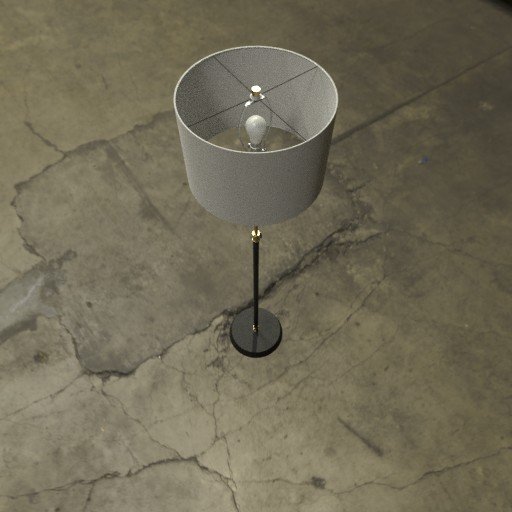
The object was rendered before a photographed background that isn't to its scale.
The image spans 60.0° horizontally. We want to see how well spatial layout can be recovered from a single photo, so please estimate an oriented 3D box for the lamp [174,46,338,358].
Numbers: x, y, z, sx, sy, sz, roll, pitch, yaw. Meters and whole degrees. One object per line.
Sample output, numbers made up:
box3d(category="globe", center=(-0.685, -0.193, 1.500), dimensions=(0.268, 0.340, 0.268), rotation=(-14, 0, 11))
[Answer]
box3d(category="lamp", center=(0.000, 0.000, 1.717), dimensions=(0.404, 1.517, 0.404), rotation=(-31, 63, -18))
